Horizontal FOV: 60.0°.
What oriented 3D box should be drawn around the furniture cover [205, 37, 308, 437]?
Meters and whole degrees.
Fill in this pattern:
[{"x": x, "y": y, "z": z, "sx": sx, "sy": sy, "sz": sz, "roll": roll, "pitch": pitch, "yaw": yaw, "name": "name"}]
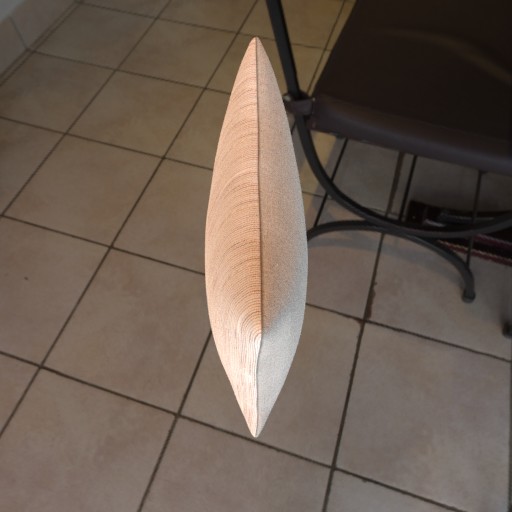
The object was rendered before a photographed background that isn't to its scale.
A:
[{"x": 0.000, "y": 0.000, "z": 0.779, "sx": 0.178, "sy": 0.506, "sz": 0.512, "roll": -1, "pitch": 58, "yaw": 0, "name": "furniture cover"}]
